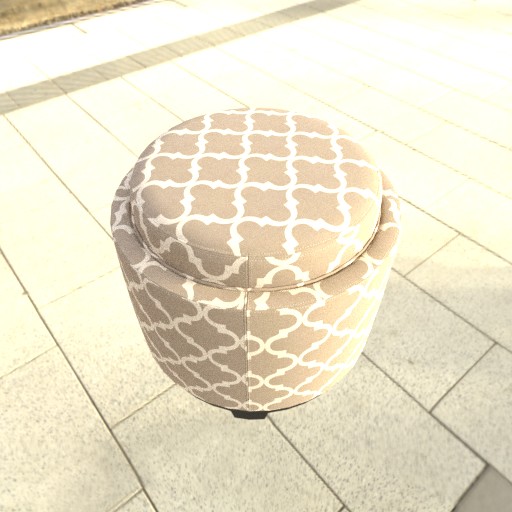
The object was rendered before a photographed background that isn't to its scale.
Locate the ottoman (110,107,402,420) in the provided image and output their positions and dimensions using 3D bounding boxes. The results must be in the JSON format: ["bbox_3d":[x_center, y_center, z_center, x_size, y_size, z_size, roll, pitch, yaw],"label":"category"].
[{"bbox_3d":[0.000,0.000,0.836,0.480,0.429,0.480,0,46,0],"label":"ottoman"}]
